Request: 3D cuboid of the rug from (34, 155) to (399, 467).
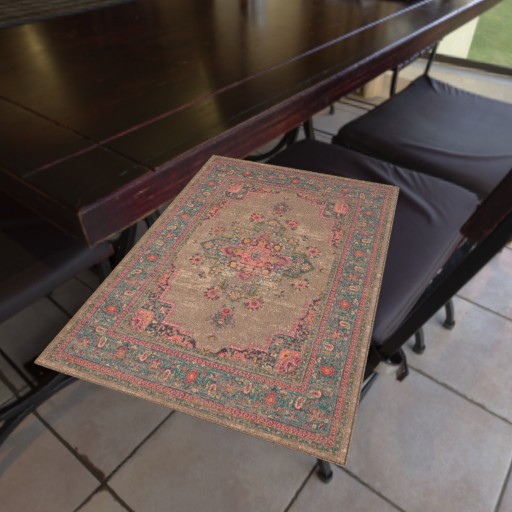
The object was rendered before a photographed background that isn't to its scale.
[{"bbox_3d":[0.000,0.000,3.608,2.005,0.013,2.890,13,43,14],"label":"rug"}]
